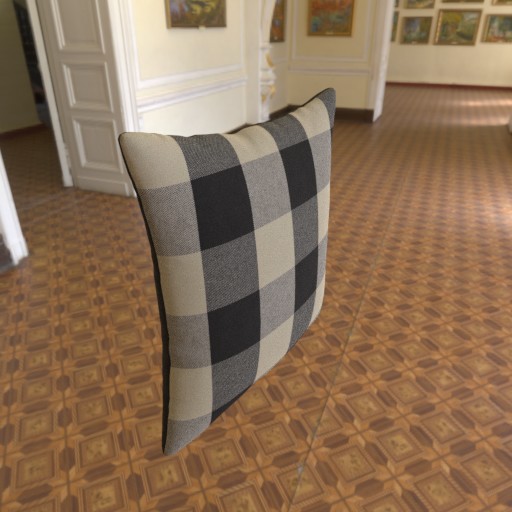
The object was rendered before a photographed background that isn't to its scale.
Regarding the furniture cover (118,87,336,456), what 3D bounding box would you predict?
[{"bbox_3d":[0.000,0.000,0.776,0.161,0.509,0.511,18,32,31],"label":"furniture cover"}]
